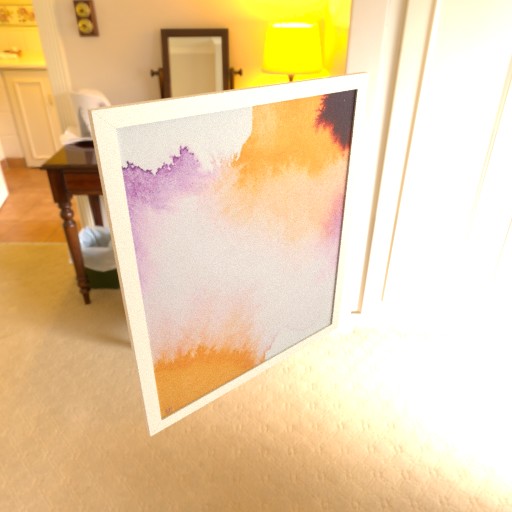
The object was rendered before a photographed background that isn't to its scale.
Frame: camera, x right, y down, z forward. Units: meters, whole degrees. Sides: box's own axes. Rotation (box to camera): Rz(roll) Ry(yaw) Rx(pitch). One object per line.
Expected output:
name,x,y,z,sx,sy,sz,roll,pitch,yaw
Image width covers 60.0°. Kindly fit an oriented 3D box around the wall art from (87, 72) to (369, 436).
wall art,0.000,0.000,0.772,0.482,0.557,0.012,-22,36,-32
